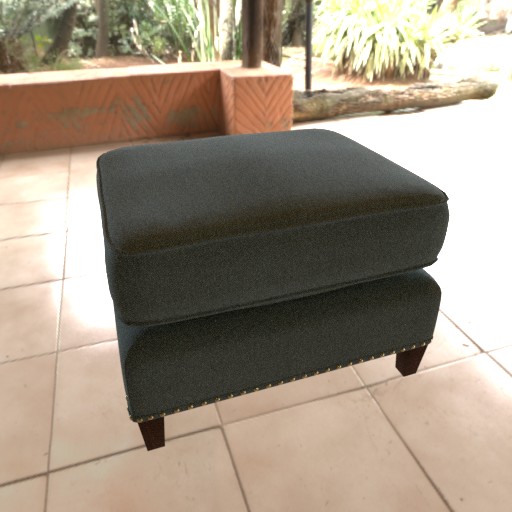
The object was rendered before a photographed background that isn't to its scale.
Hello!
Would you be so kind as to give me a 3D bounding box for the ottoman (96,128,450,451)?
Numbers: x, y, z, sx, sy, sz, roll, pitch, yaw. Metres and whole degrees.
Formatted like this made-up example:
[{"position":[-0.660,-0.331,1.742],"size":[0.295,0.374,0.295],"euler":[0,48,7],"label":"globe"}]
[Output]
[{"position":[0.000,0.000,1.141],"size":[0.738,0.537,0.589],"euler":[-10,33,-16],"label":"ottoman"}]
